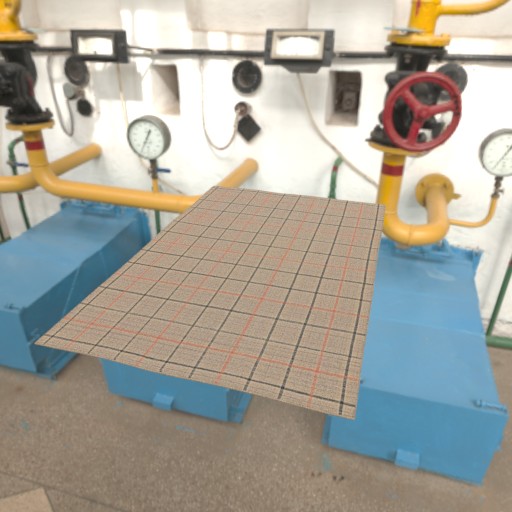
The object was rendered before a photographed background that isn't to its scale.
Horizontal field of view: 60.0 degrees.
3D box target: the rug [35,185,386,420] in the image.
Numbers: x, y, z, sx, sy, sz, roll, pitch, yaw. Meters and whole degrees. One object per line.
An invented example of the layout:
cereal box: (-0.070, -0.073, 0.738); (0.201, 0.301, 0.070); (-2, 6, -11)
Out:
rug: (0.000, 0.000, 2.312); (1.220, 0.013, 1.829); (9, 30, 15)
